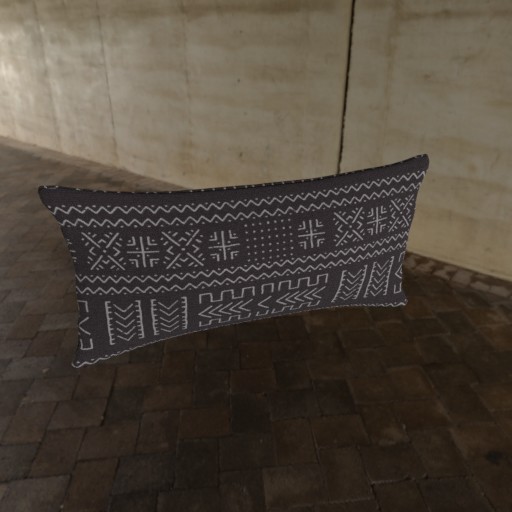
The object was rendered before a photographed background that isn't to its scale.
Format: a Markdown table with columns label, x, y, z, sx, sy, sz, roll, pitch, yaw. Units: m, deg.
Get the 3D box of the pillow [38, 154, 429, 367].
| label | x | y | z | sx | sy | sz | roll | pitch | yaw |
| --- | --- | --- | --- | --- | --- | --- | --- | --- | --- |
| pillow | 0.000 | 0.000 | 0.789 | 0.667 | 0.322 | 0.135 | -8 | 27 | -16 |
